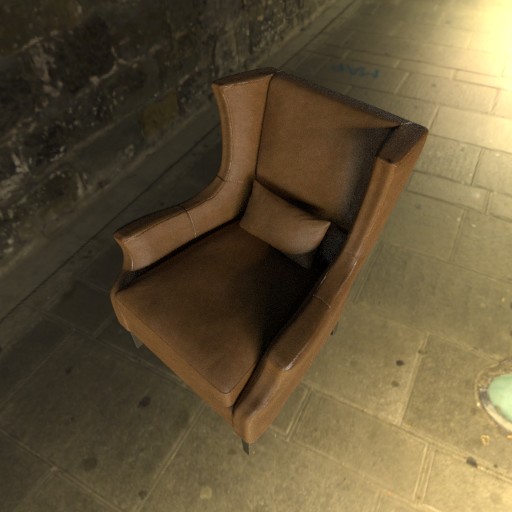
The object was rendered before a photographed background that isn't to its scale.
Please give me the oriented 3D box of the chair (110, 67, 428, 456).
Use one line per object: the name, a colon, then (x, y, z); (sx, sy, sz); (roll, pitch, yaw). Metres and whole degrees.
chair: (0.000, 0.000, 1.683); (0.852, 1.016, 0.925); (34, 55, 28)
